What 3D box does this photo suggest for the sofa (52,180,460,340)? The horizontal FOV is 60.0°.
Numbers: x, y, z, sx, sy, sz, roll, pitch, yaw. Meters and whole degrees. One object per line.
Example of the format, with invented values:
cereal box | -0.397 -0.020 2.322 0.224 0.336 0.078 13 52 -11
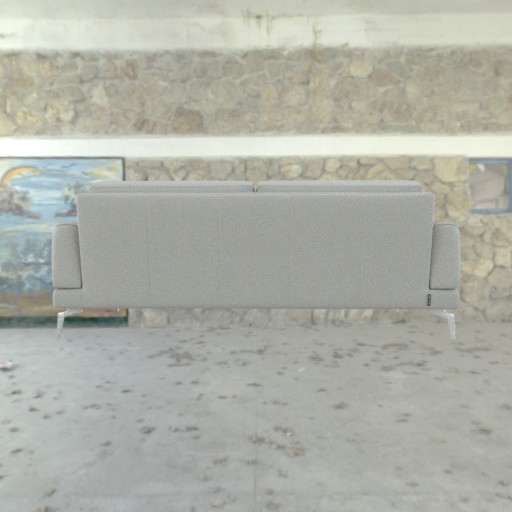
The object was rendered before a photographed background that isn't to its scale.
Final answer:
sofa | 0.000 0.000 2.489 1.940 0.765 0.974 0 1 1
